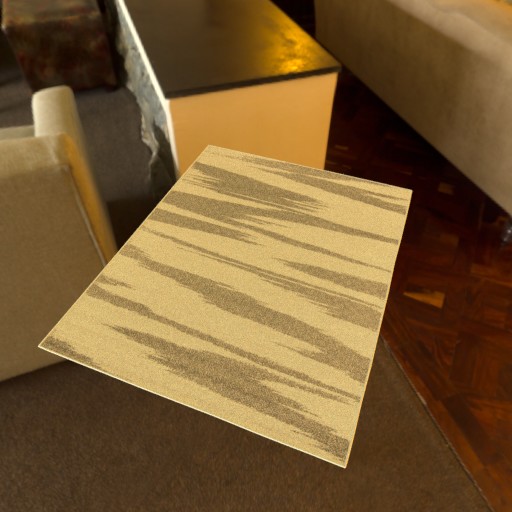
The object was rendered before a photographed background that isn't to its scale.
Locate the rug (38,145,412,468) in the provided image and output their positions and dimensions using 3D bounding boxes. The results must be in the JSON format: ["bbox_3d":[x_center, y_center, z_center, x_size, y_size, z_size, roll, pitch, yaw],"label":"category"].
[{"bbox_3d":[0.000,0.000,3.956,2.353,0.014,2.945,16,48,15],"label":"rug"}]
